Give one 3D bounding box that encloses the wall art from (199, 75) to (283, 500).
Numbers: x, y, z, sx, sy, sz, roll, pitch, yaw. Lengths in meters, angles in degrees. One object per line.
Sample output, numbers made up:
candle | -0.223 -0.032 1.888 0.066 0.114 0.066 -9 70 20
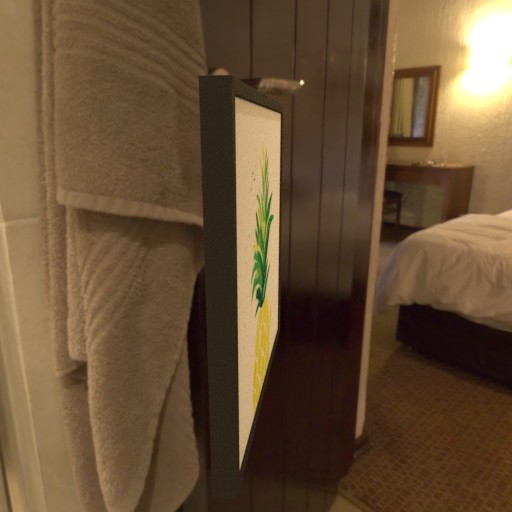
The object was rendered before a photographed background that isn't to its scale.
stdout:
wall art | 0.000 0.000 0.743 0.033 0.507 0.508 2 16 9
